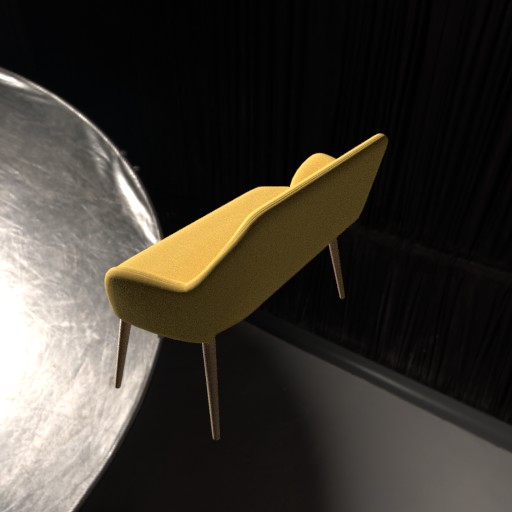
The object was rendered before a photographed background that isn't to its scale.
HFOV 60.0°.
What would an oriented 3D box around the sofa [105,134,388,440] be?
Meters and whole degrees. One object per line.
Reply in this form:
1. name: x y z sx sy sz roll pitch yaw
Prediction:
1. sofa: 0.000 0.000 1.655 0.610 0.840 1.150 21 38 29
